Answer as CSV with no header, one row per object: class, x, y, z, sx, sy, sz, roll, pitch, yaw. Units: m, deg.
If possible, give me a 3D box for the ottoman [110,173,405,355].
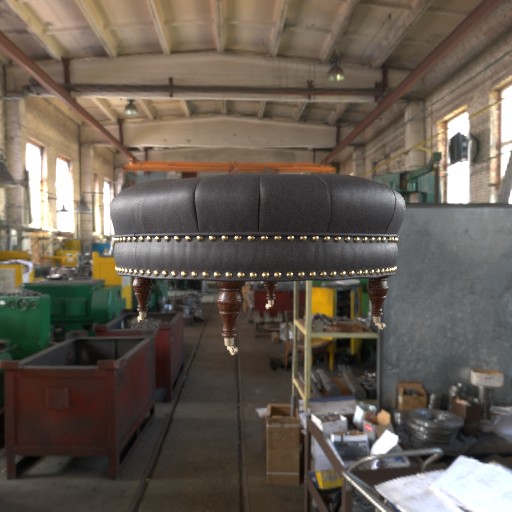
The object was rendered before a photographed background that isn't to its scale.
ottoman,0.000,0.000,1.402,0.901,0.439,0.901,0,1,0
